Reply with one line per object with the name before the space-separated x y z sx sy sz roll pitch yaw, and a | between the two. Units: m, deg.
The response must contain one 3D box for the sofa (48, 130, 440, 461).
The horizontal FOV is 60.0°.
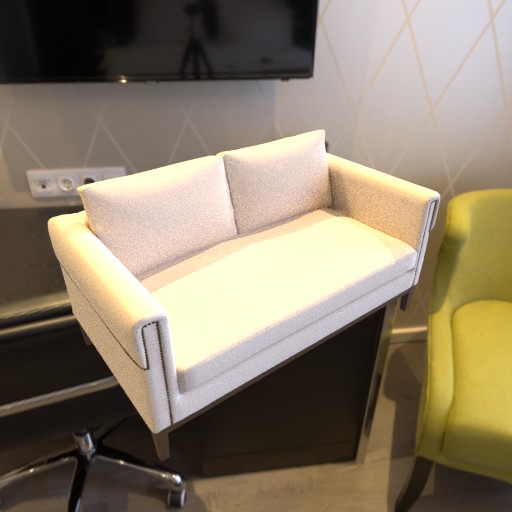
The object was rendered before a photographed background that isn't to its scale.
sofa | 0.000 0.000 2.121 1.598 0.873 0.905 -22 37 -31
